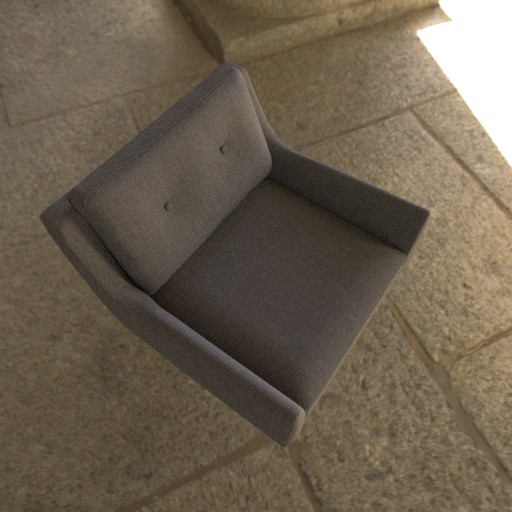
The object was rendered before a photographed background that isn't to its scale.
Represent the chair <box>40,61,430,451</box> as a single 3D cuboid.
[{"bbox_3d":[0.000,0.000,1.505,0.849,0.828,0.847,32,64,18],"label":"chair"}]
